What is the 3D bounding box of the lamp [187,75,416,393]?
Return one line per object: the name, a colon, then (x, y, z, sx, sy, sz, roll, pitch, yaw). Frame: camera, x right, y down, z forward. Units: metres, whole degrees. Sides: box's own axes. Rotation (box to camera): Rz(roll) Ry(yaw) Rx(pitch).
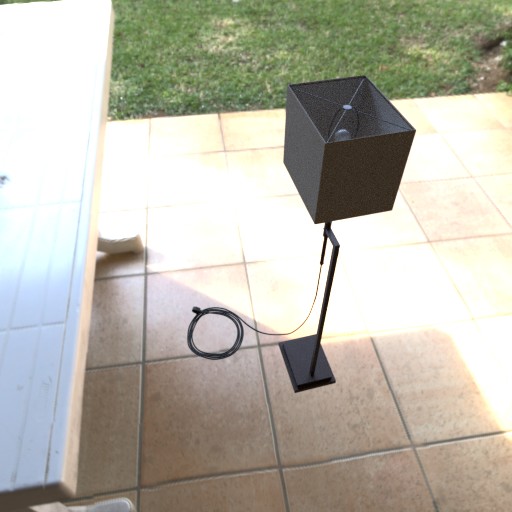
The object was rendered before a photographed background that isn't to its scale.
lamp: (0.000, 0.000, 2.026, 0.774, 1.600, 0.698, -11, 48, -10)
